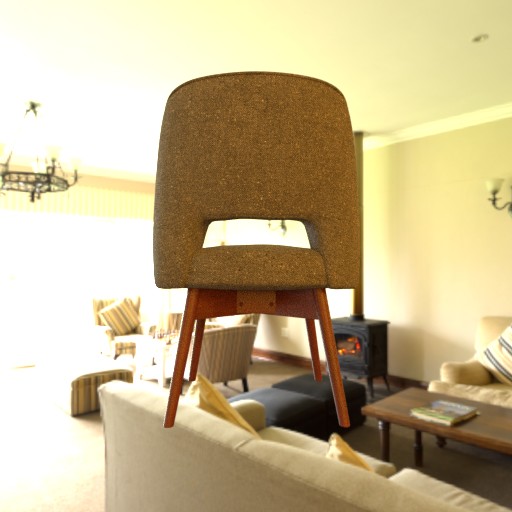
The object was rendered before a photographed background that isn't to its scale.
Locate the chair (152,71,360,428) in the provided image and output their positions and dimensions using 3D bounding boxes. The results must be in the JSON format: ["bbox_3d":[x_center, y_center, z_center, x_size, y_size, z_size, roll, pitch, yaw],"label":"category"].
[{"bbox_3d":[0.000,0.000,1.358,0.608,0.875,0.629,0,-1,-1],"label":"chair"}]
